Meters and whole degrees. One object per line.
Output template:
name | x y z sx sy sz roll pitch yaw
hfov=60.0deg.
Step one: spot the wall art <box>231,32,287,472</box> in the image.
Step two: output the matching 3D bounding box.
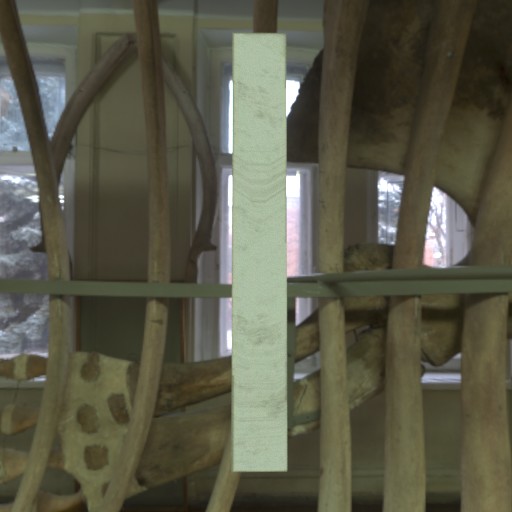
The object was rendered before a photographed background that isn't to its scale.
wall art | 0.000 0.000 0.458 0.038 0.303 0.305 0 -2 -1
